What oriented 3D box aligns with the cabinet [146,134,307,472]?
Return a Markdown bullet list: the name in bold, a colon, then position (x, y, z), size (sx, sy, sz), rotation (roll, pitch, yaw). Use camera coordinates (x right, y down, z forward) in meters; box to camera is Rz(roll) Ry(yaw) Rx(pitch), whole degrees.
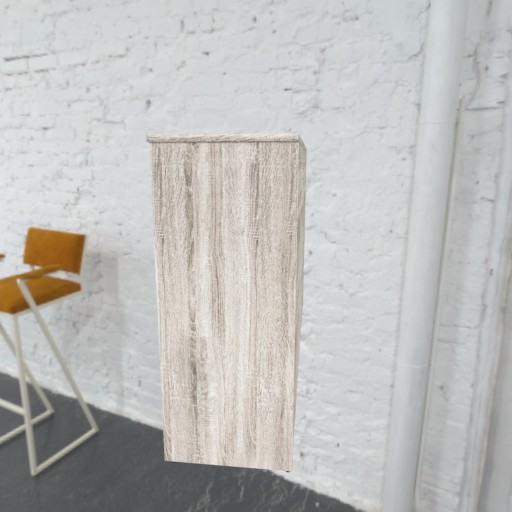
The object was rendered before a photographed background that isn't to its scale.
- **cabinet**: position (0.000, 0.000, 1.845), size (0.380, 0.900, 1.450), rotation (2, 12, 7)
